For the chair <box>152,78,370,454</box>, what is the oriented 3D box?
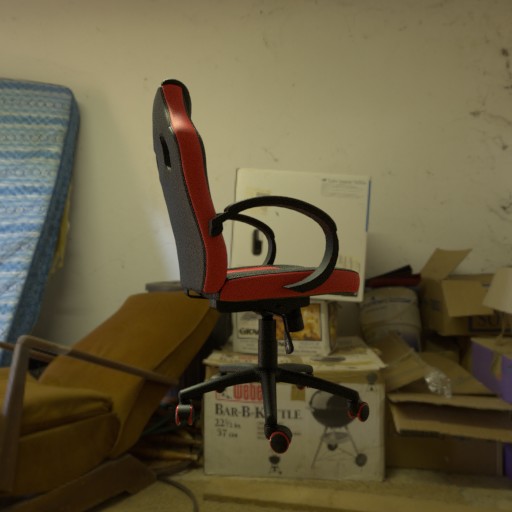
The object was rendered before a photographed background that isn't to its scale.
[{"bbox_3d":[0.000,0.000,1.418,0.642,1.016,0.600,0,0,-18],"label":"chair"}]
